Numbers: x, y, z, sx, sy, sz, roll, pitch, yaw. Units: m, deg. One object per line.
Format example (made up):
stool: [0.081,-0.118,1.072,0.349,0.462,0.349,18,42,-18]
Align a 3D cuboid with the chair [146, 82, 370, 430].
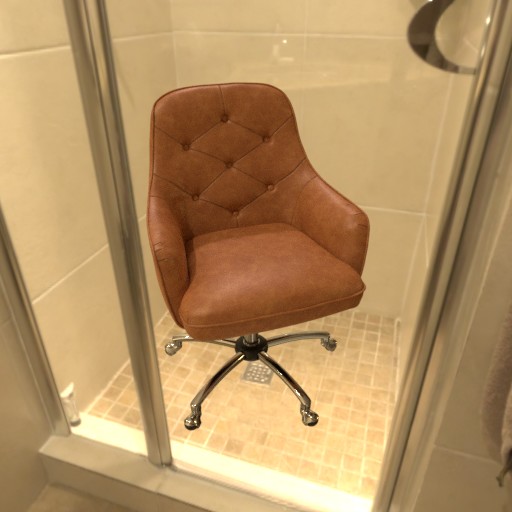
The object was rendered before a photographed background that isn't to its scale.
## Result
chair: [0.000,0.000,1.347,0.628,0.909,0.615,-10,31,-16]
